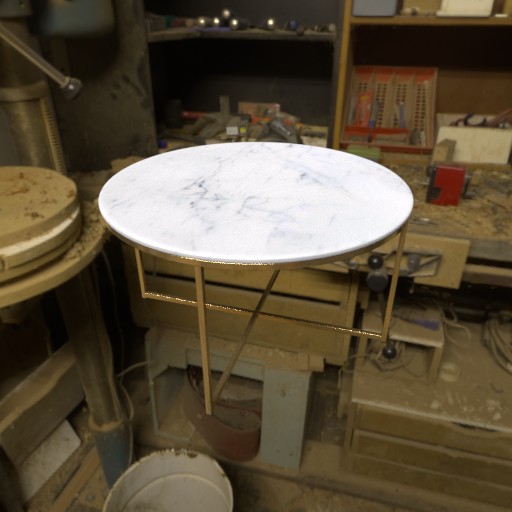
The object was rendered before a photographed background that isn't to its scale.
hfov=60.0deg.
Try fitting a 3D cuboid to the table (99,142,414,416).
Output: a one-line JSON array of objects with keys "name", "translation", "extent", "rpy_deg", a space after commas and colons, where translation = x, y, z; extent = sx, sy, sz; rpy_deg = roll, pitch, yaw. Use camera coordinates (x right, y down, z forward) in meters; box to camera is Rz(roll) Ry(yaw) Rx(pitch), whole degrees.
[{"name": "table", "translation": [0.000, 0.000, 1.286], "extent": [0.800, 0.450, 0.800], "rpy_deg": [0, 30, 0]}]
